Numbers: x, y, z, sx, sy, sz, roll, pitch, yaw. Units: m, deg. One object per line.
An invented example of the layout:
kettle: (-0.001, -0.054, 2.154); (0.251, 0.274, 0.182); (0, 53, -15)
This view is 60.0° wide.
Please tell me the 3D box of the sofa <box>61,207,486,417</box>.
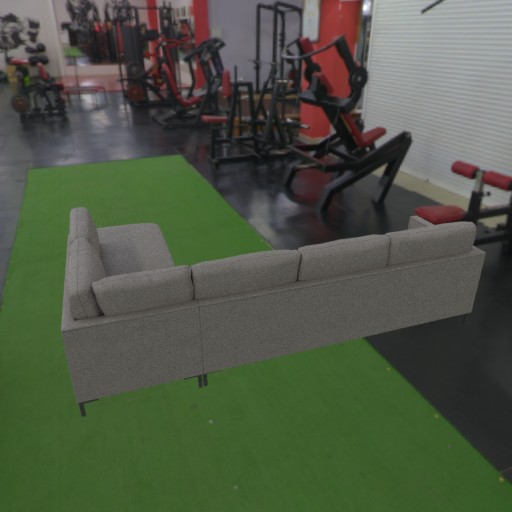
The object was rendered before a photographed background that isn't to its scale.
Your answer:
sofa: (0.000, 0.000, 4.167); (3.331, 0.964, 2.077); (-9, 28, -17)
